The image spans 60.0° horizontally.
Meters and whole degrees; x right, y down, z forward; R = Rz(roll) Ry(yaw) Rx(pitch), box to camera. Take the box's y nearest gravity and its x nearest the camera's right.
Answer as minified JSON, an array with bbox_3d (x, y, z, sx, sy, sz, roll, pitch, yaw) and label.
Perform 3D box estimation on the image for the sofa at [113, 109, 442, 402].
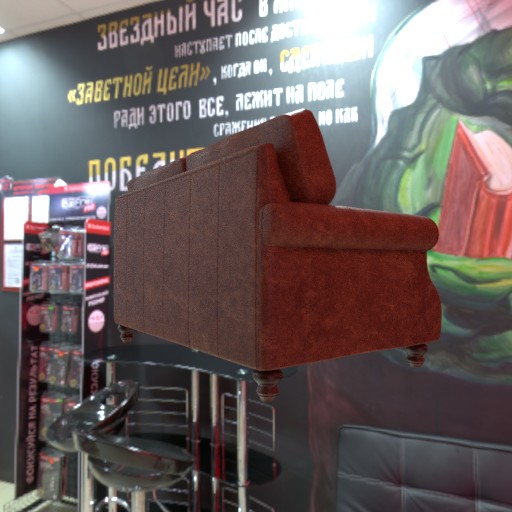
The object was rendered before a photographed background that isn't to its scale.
[{"bbox_3d":[0.000,0.000,2.235,0.990,0.967,1.616,1,-1,-36],"label":"sofa"}]
